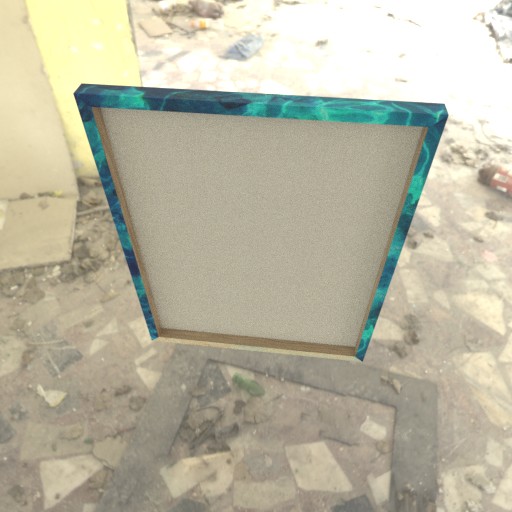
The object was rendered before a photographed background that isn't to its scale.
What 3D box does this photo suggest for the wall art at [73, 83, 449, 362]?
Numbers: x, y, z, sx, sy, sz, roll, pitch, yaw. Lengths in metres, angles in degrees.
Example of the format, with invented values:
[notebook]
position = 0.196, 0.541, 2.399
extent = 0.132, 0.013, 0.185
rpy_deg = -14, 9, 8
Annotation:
[wall art]
position = 0.000, 0.000, 1.005
extent = 0.609, 0.760, 0.038
rpy_deg = 5, 47, 4
